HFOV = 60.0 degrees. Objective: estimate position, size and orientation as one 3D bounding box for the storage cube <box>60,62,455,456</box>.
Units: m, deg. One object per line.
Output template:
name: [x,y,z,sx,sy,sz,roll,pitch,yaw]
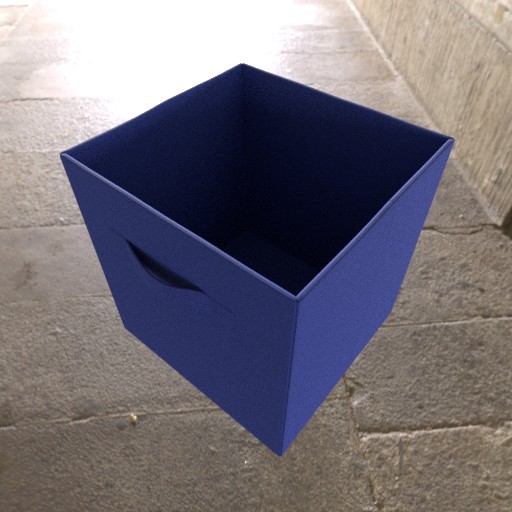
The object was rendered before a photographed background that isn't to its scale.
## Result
storage cube: [0.000,0.000,0.502,0.270,0.280,0.270,31,54,26]
